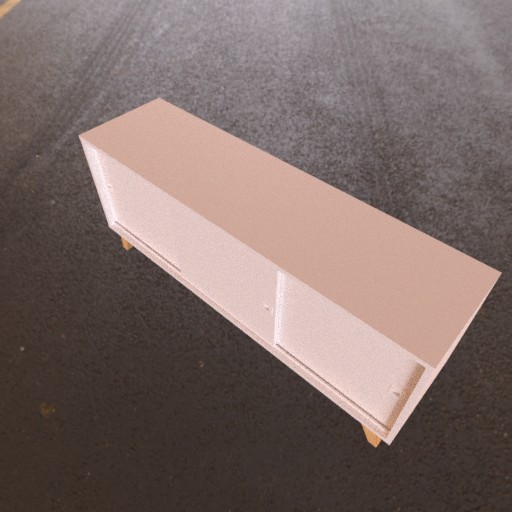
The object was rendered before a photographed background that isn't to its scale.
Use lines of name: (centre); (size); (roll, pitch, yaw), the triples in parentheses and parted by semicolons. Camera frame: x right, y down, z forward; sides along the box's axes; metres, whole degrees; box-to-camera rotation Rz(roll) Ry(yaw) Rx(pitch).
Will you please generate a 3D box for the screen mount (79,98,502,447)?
screen mount: (0.000, 0.000, 1.705); (1.490, 0.619, 0.400); (33, 55, 27)
